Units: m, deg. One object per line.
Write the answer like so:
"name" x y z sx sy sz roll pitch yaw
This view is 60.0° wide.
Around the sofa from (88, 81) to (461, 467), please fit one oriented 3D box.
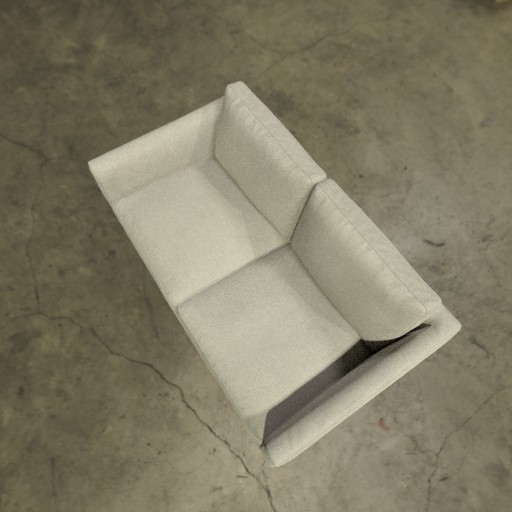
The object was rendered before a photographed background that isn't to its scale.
"sofa" 0.000 0.000 2.499 1.091 0.839 1.905 -31 67 -15
